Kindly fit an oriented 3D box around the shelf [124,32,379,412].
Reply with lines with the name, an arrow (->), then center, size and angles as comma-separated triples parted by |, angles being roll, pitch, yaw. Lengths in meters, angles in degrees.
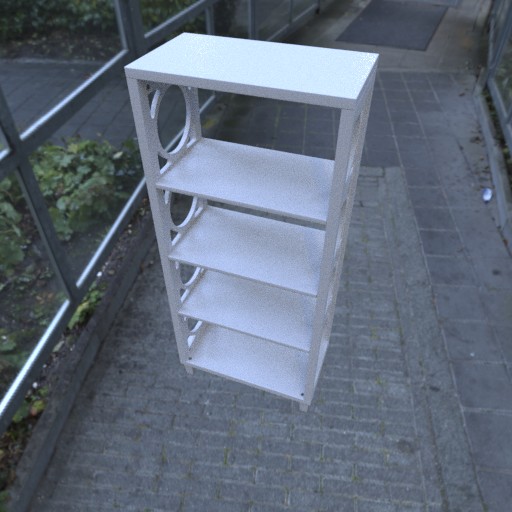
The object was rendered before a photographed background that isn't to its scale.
shelf -> 0.000, 0.000, 1.664 | 0.611, 1.411, 0.340 | 14, 43, 15
